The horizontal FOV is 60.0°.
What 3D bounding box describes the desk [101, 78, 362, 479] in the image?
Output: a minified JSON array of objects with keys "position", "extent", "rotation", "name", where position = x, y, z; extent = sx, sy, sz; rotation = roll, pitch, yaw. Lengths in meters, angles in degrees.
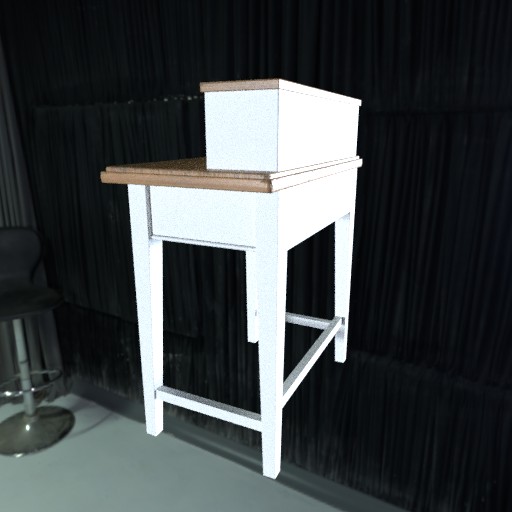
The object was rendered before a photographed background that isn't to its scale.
[{"position":[0.000,0.000,1.432],"extent":[0.462,0.981,0.814],"rotation":[7,17,25],"name":"desk"}]
